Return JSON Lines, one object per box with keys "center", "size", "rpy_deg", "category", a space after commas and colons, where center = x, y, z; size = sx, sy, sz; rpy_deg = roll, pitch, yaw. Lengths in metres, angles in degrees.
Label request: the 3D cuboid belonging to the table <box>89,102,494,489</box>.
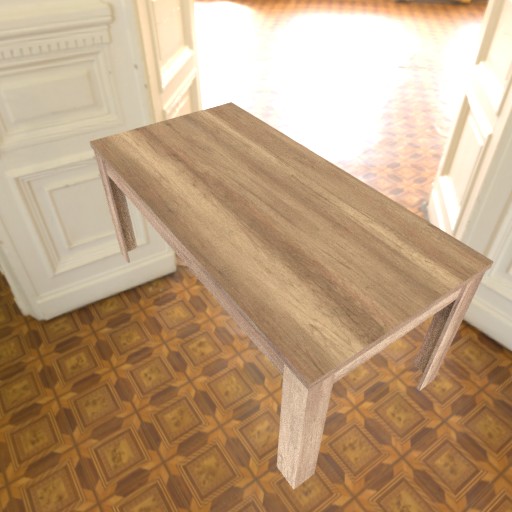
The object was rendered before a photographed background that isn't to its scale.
{"center": [0.000, 0.000, 2.271], "size": [0.900, 0.790, 1.800], "rpy_deg": [-25, 48, -26], "category": "table"}
